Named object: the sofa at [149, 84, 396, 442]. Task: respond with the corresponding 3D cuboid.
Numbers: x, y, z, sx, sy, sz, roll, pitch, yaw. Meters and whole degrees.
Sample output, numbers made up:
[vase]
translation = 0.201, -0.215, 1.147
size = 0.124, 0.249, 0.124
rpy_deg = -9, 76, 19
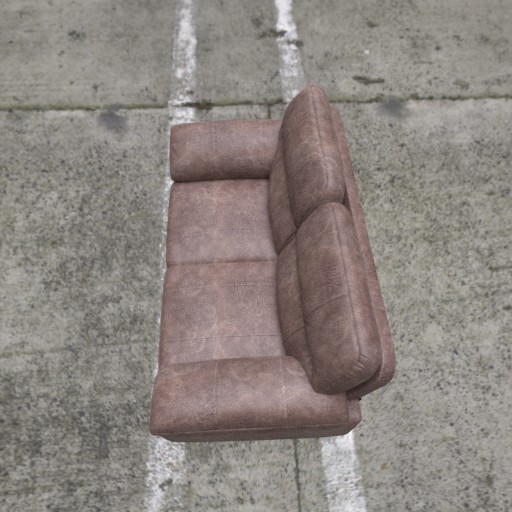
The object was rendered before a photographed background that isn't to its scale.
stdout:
[sofa]
translation = 0.000, 0.000, 2.316
size = 0.991, 0.991, 1.753
rpy_deg = -3, 58, -2
